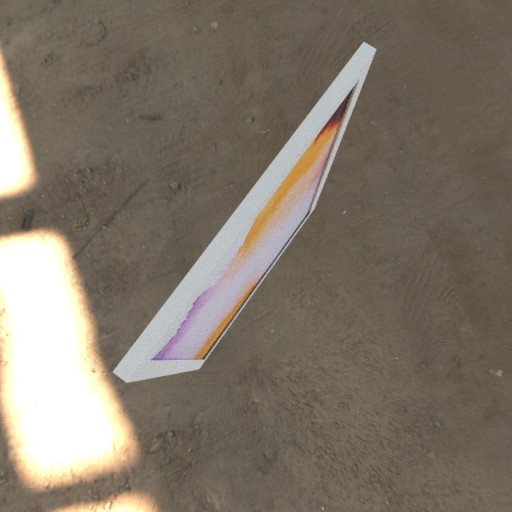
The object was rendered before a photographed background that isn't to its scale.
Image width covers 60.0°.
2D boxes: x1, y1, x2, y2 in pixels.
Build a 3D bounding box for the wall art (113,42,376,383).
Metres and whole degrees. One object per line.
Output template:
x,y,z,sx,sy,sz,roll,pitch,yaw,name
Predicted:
0.000,0.000,1.080,0.026,0.811,0.661,35,79,8,wall art
